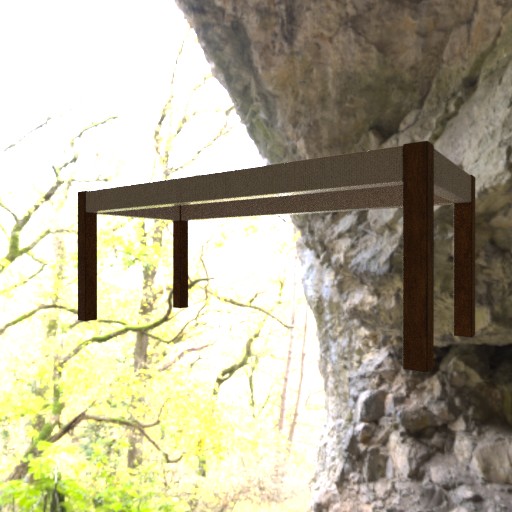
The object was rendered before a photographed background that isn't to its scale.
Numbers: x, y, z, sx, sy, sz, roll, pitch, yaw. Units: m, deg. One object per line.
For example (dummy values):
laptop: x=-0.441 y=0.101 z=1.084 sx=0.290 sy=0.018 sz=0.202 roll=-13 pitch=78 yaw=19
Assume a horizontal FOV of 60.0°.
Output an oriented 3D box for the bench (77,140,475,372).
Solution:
bench: x=0.000 y=0.000 z=1.427 sx=1.198 sy=0.457 sz=0.507 roll=0 pitch=0 yaw=36
